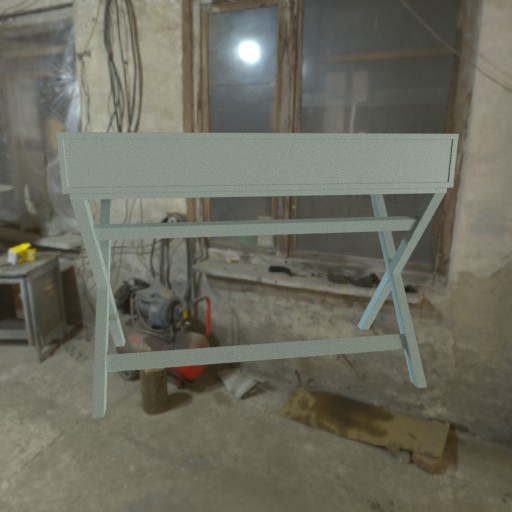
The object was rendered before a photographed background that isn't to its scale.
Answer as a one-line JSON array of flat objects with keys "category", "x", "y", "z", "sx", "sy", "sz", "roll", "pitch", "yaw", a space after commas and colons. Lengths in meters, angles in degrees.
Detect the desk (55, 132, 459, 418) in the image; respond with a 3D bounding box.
[{"category": "desk", "x": 0.000, "y": 0.000, "z": 1.482, "sx": 1.059, "sy": 0.780, "sz": 0.509, "roll": -2, "pitch": 14, "yaw": -9}]
